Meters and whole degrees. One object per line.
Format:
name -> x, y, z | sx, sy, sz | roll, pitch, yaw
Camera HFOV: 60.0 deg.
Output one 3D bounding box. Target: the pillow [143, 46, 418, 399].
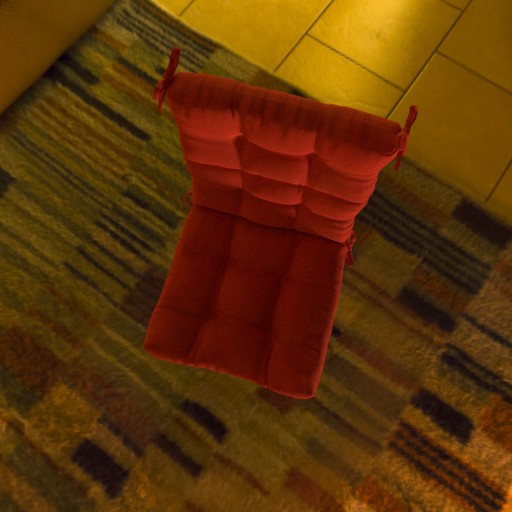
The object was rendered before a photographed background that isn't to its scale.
pillow -> 0.000, 0.000, 1.027 | 0.519, 0.605, 0.571 | 15, 75, 4
